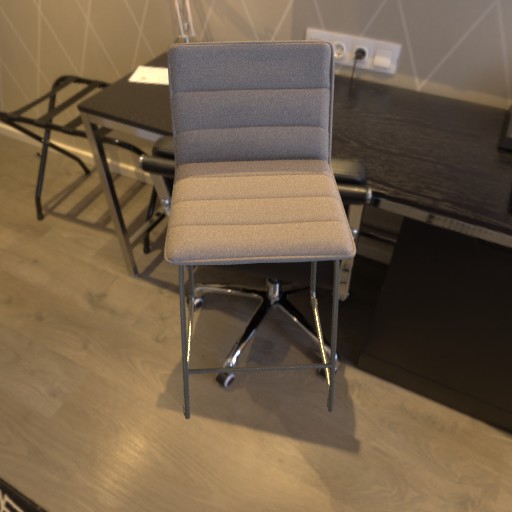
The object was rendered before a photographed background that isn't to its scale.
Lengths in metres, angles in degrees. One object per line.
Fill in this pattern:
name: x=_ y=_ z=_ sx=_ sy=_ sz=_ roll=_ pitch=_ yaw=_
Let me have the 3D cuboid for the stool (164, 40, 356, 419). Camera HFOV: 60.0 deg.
stool: x=0.000 y=0.000 z=1.206 sx=0.490 sy=0.960 sz=0.490 roll=-2 pitch=45 yaw=-2
